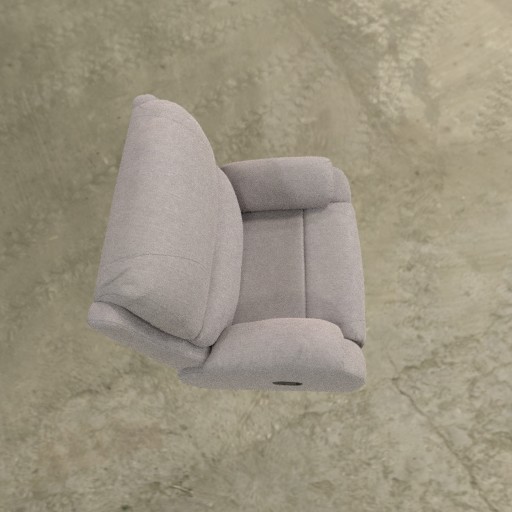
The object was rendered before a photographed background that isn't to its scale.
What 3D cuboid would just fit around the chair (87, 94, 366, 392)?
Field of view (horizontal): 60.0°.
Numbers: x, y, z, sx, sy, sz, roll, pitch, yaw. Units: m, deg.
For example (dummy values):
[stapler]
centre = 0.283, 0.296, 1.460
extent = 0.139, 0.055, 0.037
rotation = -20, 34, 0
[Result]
[chair]
centre = 0.000, 0.000, 1.736
extent = 0.899, 1.011, 0.930
rotation = 1, 63, 1
